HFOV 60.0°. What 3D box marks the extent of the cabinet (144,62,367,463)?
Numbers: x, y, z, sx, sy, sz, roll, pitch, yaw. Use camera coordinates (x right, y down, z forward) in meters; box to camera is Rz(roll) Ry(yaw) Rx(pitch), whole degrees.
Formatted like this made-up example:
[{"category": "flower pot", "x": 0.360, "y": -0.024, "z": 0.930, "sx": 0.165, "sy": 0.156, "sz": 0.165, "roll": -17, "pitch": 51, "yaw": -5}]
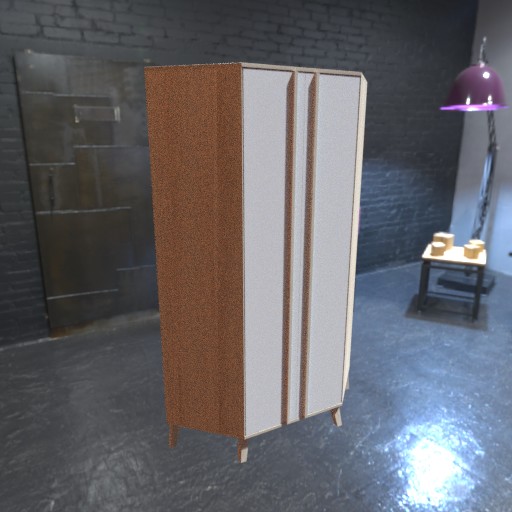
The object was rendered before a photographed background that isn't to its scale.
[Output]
[{"category": "cabinet", "x": 0.000, "y": 0.000, "z": 2.622, "sx": 1.272, "sy": 1.957, "sz": 0.969, "roll": -8, "pitch": 17, "yaw": -27}]
